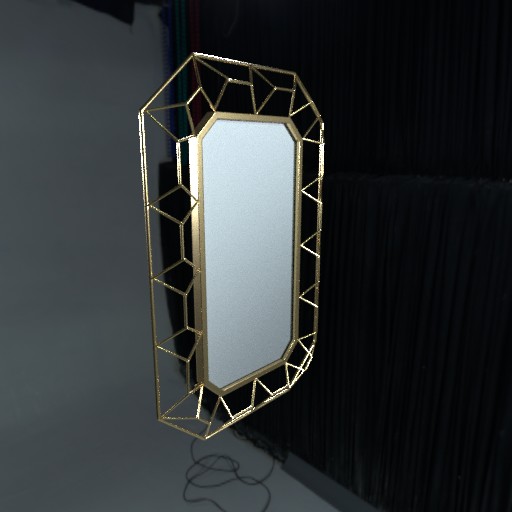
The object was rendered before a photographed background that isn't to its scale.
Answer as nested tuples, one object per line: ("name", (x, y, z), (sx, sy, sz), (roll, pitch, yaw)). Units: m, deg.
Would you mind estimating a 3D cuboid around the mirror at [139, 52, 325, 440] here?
("mirror", (0.000, 0.000, 1.069), (0.051, 0.870, 0.572), (13, 18, 42))
